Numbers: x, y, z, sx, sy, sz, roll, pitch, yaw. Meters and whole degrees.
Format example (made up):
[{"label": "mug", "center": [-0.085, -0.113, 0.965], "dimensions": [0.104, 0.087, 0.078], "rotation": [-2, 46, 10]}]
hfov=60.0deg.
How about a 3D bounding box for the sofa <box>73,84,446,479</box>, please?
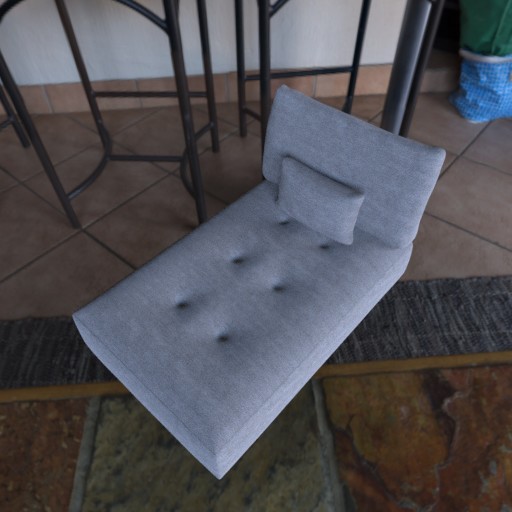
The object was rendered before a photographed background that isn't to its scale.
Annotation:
[{"label": "sofa", "center": [0.000, 0.000, 1.987], "dimensions": [0.930, 0.820, 1.450], "rotation": [33, 55, 27]}]
